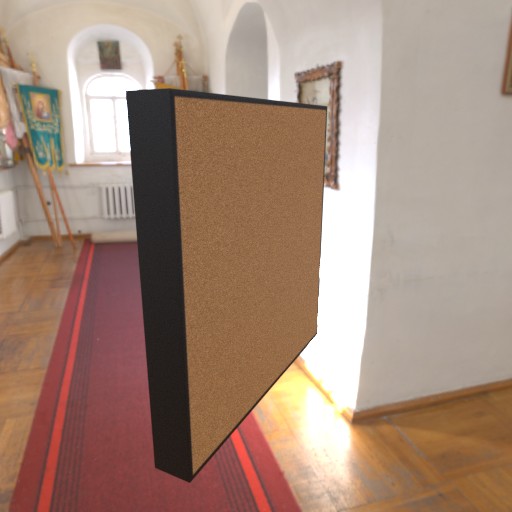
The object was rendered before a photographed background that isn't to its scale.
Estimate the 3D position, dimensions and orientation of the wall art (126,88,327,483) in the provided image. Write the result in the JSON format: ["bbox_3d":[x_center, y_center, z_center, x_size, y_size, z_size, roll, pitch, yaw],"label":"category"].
[{"bbox_3d":[0.000,0.000,0.457,0.037,0.303,0.304,8,18,26],"label":"wall art"}]
